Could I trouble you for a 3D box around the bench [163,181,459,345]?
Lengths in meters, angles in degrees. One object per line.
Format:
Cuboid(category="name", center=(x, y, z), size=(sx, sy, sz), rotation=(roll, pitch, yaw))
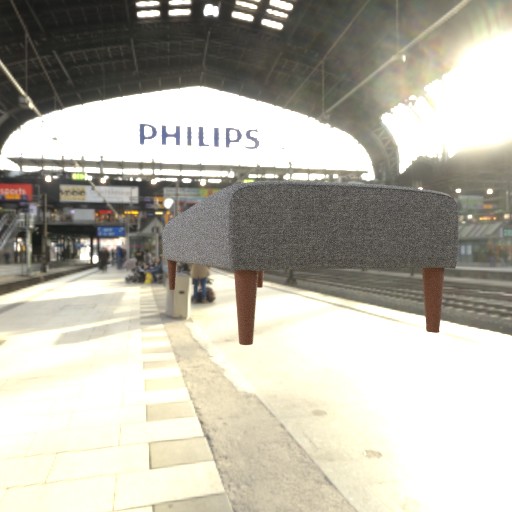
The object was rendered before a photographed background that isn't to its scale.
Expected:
Cuboid(category="bench", center=(0.000, 0.000, 1.797), size=(0.631, 0.384, 1.598), rotation=(0, 1, -17))
